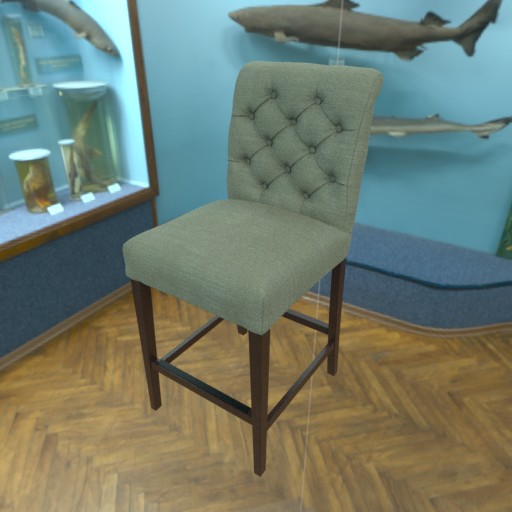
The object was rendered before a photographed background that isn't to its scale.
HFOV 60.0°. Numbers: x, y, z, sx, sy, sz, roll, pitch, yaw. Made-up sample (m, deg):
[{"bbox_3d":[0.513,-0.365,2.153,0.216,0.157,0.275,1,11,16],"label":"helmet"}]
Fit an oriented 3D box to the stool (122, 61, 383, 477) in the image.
[{"bbox_3d":[0.000,0.000,1.407,0.486,1.084,0.660,18,34,30],"label":"stool"}]
